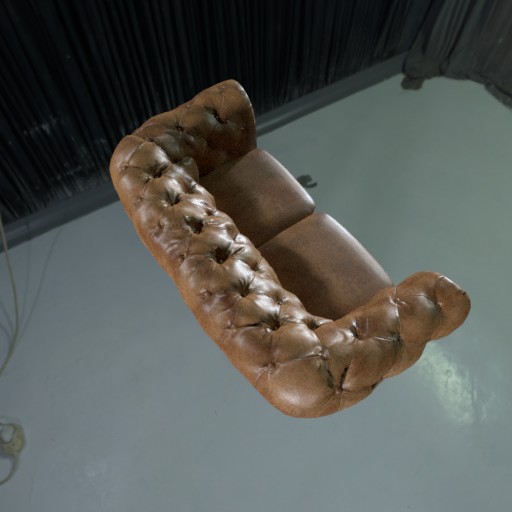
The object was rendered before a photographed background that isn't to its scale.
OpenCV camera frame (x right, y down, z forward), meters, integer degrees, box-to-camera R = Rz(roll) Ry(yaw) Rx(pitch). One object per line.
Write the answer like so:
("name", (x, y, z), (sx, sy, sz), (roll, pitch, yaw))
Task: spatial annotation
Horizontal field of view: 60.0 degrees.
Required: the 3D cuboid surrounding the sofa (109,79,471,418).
("sofa", (0.000, 0.000, 2.544), (1.042, 0.877, 1.979), (-31, 63, -18))
